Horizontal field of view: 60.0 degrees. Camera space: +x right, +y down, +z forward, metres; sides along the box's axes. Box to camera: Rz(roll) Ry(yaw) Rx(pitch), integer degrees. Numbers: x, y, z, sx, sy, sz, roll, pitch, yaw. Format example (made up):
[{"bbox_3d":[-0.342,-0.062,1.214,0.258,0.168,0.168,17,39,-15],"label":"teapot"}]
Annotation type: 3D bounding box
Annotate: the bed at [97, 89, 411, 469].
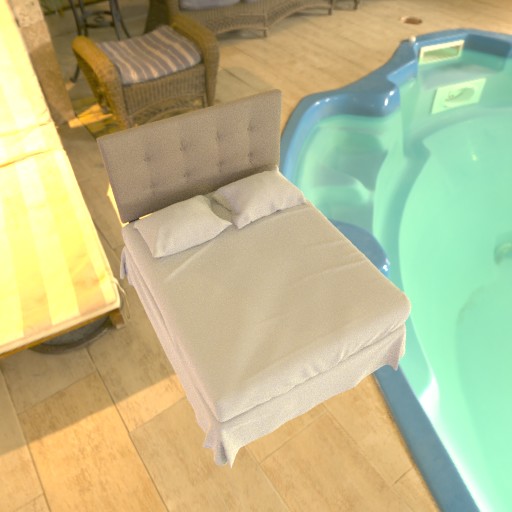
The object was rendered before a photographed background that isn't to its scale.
[{"bbox_3d":[0.000,0.000,3.580,1.936,1.577,2.222,-23,51,-20],"label":"bed"}]
